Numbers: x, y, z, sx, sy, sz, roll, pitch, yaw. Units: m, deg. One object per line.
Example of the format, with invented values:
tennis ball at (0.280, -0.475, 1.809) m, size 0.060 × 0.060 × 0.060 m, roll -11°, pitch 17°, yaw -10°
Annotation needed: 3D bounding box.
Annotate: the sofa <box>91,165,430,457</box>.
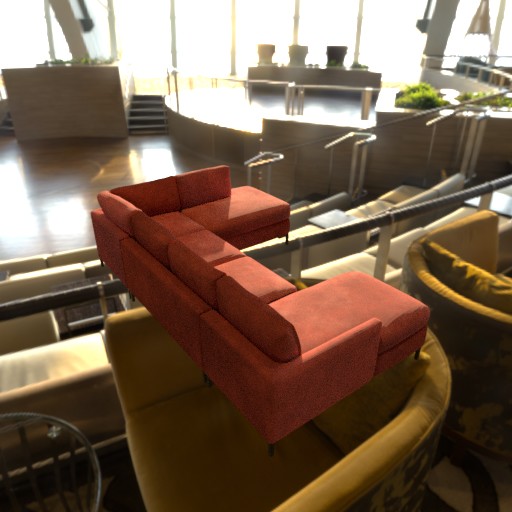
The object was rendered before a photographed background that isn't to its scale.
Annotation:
sofa at (0.000, 0.000, 3.956) m, size 1.981 × 0.858 × 2.971 m, roll -19°, pitch 34°, yaw -32°
